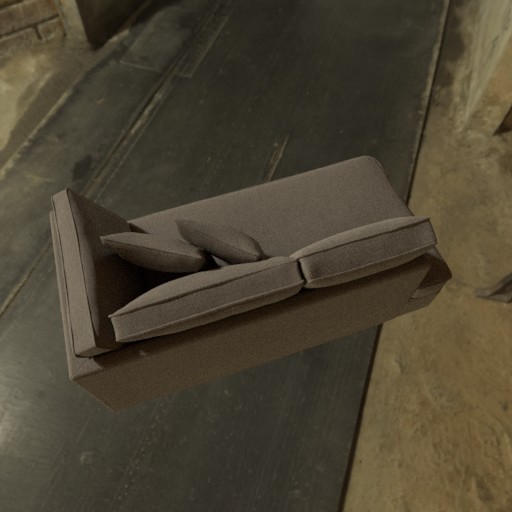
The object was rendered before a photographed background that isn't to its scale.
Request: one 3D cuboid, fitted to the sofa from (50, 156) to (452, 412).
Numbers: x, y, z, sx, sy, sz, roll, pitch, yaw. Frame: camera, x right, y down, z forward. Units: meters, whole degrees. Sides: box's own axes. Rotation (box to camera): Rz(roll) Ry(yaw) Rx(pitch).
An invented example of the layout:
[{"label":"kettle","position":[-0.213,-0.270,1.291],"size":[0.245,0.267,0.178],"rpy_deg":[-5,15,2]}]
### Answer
[{"label":"sofa","position":[0.000,0.000,2.802],"size":[2.237,1.033,1.110],"rpy_deg":[-16,61,-9]}]
